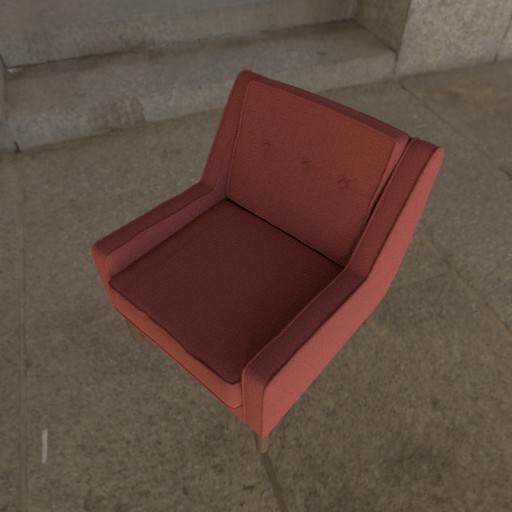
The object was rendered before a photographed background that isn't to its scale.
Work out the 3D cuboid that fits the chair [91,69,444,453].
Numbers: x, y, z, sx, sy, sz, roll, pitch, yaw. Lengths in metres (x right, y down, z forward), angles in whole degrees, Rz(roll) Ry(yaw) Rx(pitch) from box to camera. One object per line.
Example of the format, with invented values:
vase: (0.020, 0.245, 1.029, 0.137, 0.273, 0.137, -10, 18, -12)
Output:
chair: (0.000, 0.000, 1.372, 0.680, 0.812, 0.770, 33, 55, 26)
